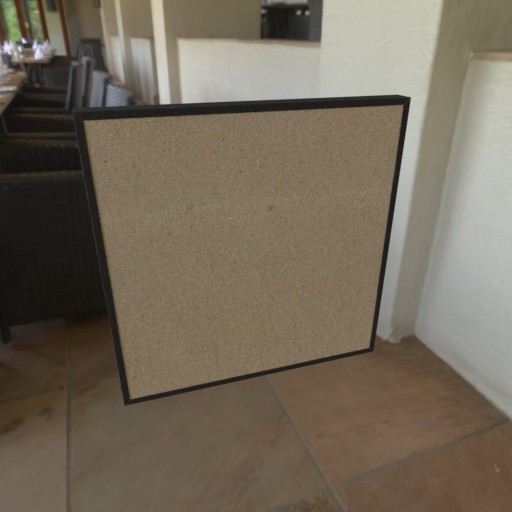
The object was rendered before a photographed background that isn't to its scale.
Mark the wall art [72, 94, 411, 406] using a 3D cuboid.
[{"bbox_3d":[0.000,0.000,0.769,0.508,0.508,0.038,-8,28,-16],"label":"wall art"}]
